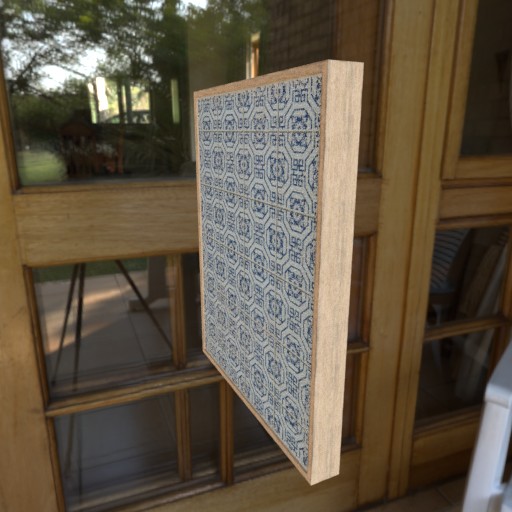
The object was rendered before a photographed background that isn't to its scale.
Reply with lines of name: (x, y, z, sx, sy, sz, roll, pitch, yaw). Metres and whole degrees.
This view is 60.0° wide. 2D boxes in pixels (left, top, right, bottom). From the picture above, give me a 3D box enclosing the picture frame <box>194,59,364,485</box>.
picture frame: (0.000, 0.000, 0.713, 0.046, 0.526, 0.421, -8, 17, -25)
